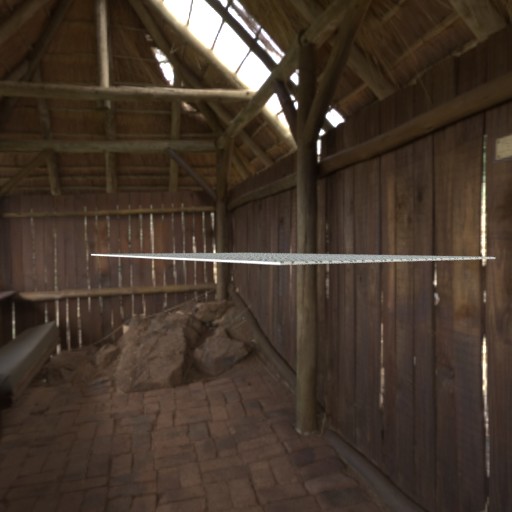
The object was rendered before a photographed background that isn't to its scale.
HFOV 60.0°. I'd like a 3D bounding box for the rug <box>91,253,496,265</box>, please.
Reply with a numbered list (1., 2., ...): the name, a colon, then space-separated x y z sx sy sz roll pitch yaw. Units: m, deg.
1. rug: 0.000 0.000 2.997 1.517 0.011 2.435 -1 1 -35
